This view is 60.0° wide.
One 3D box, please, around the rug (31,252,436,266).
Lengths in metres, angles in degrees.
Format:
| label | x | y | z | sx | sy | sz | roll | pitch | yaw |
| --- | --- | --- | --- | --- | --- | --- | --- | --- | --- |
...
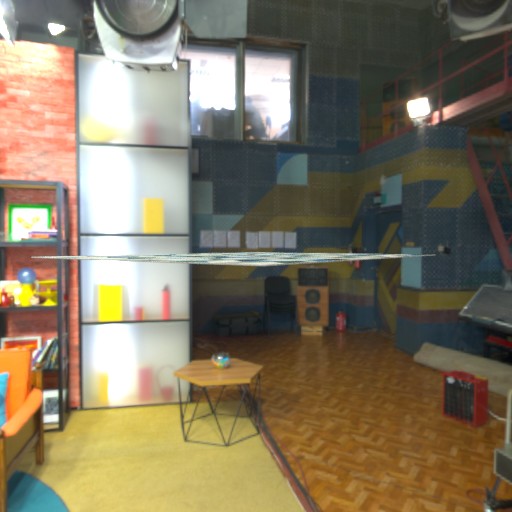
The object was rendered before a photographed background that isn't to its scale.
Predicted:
| label | x | y | z | sx | sy | sz | roll | pitch | yaw |
| --- | --- | --- | --- | --- | --- | --- | --- | --- | --- |
| rug | 0.000 | 0.000 | 4.178 | 2.440 | 0.008 | 3.036 | 1 | 2 | 38 |
